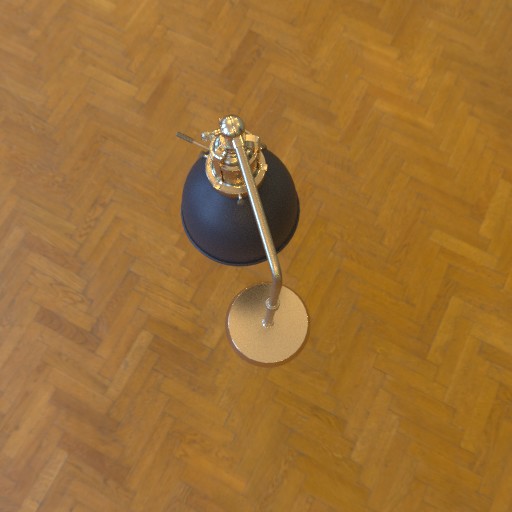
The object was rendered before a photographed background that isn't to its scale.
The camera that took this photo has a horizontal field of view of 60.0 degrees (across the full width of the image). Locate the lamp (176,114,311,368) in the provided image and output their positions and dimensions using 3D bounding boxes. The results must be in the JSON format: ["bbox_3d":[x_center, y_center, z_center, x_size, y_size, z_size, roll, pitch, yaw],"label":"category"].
[{"bbox_3d":[0.000,0.000,0.589,0.160,0.456,0.291,-18,76,-5],"label":"lamp"}]
